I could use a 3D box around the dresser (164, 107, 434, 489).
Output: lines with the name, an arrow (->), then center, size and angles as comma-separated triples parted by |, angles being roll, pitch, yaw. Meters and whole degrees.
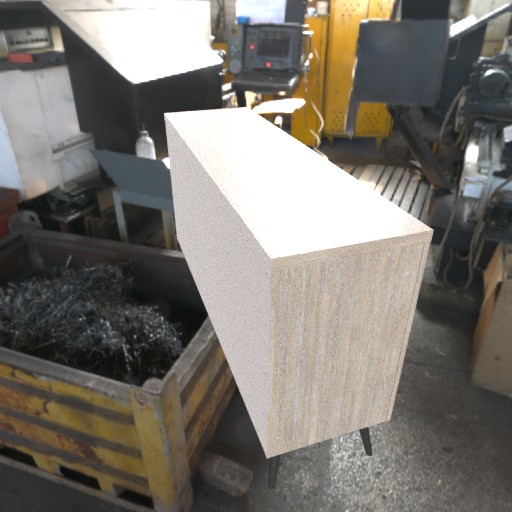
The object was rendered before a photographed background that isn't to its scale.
dresser -> 0.000, 0.000, 1.913 | 0.457, 0.914, 1.524 | -10, 32, -16
